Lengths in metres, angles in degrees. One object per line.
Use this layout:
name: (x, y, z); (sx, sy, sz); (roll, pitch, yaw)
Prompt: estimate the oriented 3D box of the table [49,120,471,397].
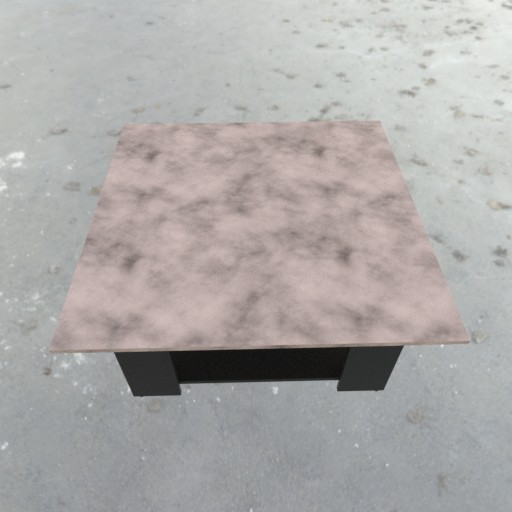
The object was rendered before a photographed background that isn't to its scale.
table: (0.000, 0.000, 1.042); (0.670, 0.305, 0.670); (-1, 47, -1)
